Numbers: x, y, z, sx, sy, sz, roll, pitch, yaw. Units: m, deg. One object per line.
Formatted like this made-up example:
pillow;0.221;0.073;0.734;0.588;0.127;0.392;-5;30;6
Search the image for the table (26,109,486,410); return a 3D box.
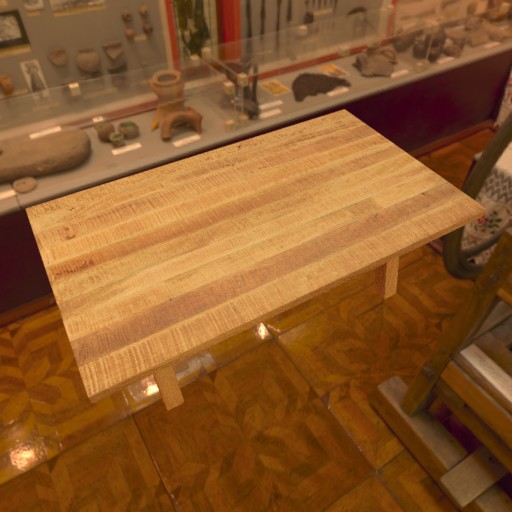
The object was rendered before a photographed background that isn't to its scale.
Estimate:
table;0.000;0.000;1.628;1.320;0.455;0.760;-23;51;-20
